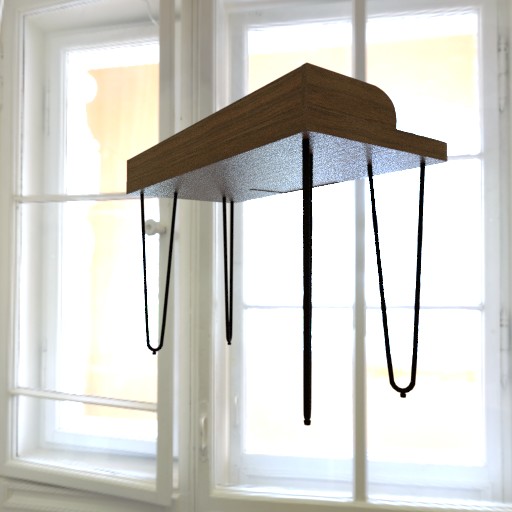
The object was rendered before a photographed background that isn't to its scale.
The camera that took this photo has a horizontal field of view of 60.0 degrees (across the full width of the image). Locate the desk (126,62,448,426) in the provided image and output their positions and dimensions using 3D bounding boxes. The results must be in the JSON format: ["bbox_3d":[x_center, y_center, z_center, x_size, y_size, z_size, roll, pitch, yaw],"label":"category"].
[{"bbox_3d":[0.000,0.000,1.635,0.565,0.854,1.200,0,0,-35],"label":"desk"}]
